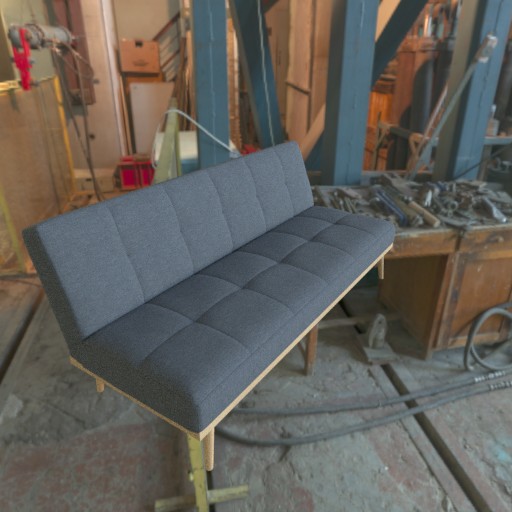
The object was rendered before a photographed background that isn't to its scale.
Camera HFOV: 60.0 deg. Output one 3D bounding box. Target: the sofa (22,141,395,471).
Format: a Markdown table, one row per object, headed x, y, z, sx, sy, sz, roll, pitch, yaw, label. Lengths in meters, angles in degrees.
| x | y | z | sx | sy | sz | roll | pitch | yaw | label |
| --- | --- | --- | --- | --- | --- | --- | --- | --- | --- |
| 0.000 | 0.000 | 2.171 | 0.820 | 0.770 | 1.820 | 17 | 30 | 31 | sofa |
